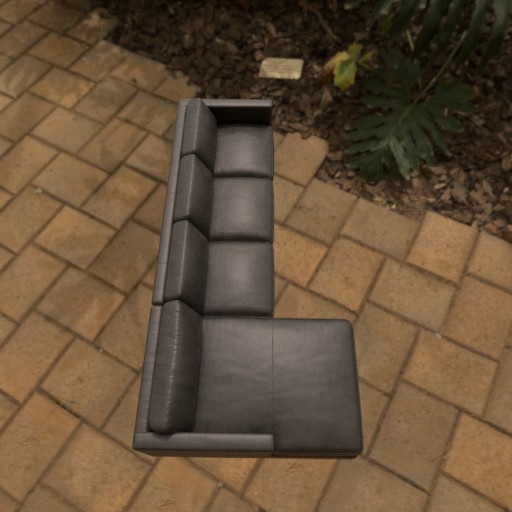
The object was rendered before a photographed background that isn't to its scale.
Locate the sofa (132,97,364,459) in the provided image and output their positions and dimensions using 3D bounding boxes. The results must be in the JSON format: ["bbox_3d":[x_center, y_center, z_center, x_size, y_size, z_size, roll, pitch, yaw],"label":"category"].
[{"bbox_3d":[0.000,0.000,3.890,1.581,0.883,3.203,1,62,0],"label":"sofa"}]
